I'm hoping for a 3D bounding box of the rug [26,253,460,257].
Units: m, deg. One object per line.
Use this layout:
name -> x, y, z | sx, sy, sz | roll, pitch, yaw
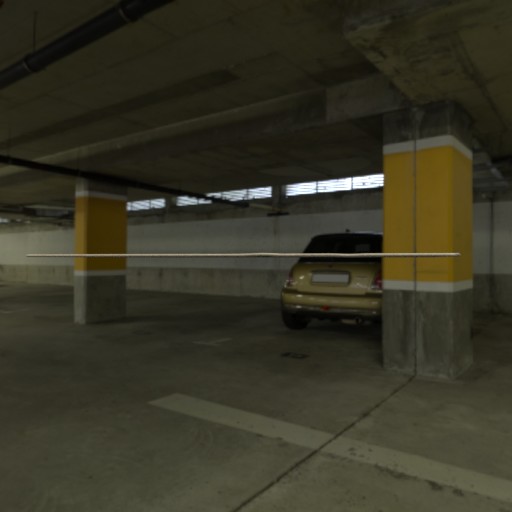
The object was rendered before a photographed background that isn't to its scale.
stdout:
rug -> 0.000, 0.000, 2.925 | 2.290, 0.021, 1.540 | 0, 0, 18
